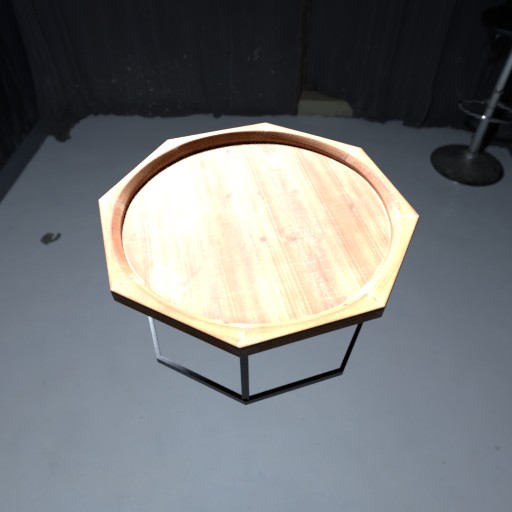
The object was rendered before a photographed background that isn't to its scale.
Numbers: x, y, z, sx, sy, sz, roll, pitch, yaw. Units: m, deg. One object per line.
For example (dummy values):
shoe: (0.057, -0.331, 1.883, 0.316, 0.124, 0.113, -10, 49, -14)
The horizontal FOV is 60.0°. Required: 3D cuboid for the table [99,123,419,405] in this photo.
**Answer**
table: (0.000, 0.000, 1.541, 1.002, 0.444, 1.002, 0, 47, 0)
